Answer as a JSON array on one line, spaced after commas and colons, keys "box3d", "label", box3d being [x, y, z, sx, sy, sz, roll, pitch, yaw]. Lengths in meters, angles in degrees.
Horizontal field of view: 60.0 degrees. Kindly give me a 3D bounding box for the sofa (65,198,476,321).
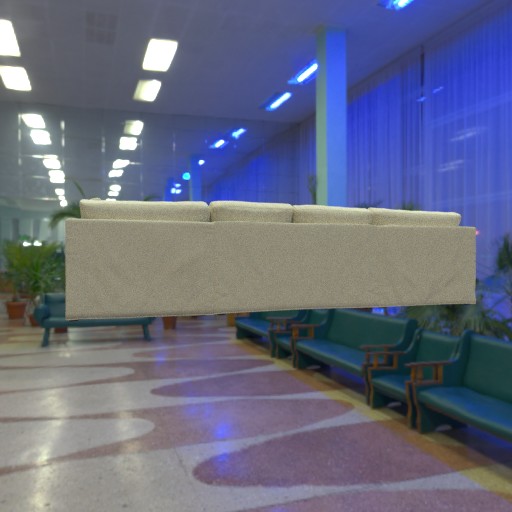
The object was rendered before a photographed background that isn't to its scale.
[{"box3d": [0.000, 0.000, 4.625, 3.464, 0.882, 2.448, 0, 0, -18], "label": "sofa"}]
